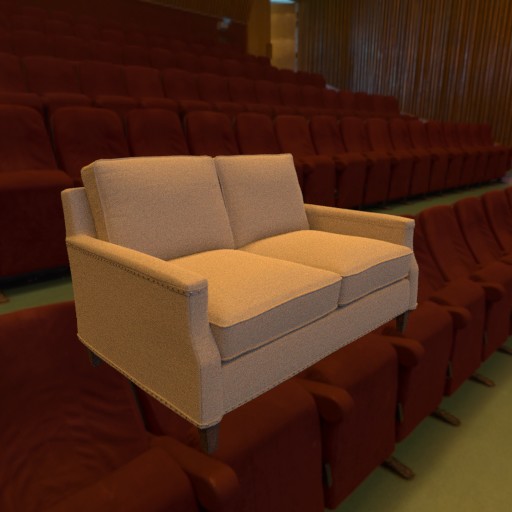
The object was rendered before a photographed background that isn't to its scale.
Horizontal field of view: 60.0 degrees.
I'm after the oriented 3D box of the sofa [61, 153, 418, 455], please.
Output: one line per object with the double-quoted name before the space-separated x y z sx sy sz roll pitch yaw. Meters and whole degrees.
"sofa" 0.000 0.000 2.287 1.084 1.003 1.597 15 21 43
